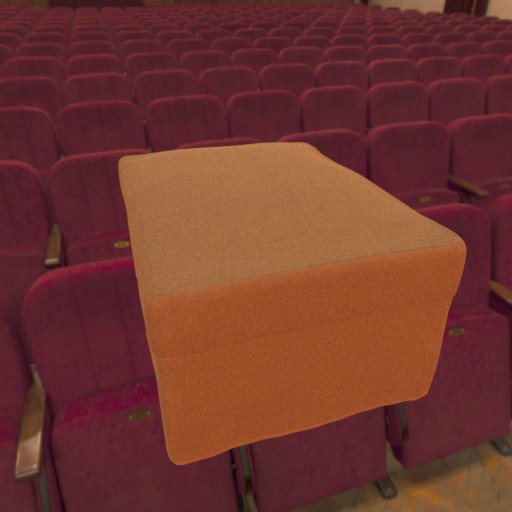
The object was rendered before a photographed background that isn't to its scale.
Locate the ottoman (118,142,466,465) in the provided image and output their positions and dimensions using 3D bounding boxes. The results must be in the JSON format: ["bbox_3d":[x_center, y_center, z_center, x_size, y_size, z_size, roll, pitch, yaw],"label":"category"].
[{"bbox_3d":[0.000,0.000,1.225,0.650,0.485,0.833,-9,31,-16],"label":"ottoman"}]
